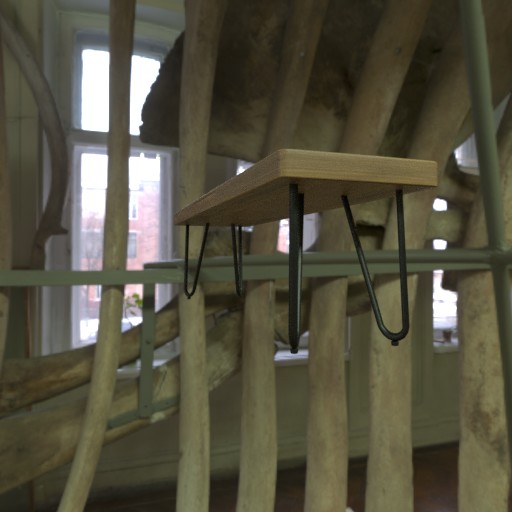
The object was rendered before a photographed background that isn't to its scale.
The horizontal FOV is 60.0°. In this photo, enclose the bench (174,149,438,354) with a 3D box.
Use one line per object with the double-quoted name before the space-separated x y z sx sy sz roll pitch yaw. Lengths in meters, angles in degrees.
"bench" 0.000 0.000 1.756 0.425 0.462 1.570 0 0 -19
